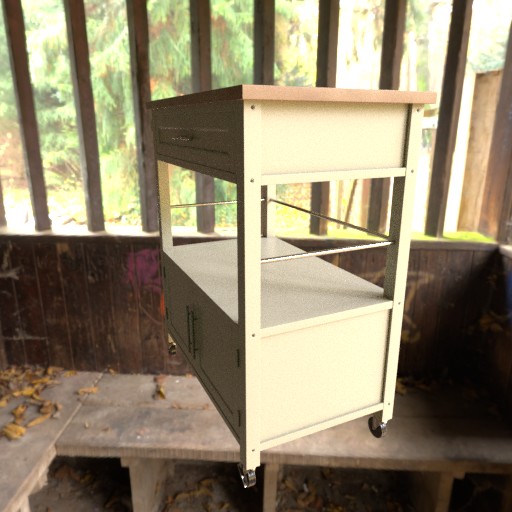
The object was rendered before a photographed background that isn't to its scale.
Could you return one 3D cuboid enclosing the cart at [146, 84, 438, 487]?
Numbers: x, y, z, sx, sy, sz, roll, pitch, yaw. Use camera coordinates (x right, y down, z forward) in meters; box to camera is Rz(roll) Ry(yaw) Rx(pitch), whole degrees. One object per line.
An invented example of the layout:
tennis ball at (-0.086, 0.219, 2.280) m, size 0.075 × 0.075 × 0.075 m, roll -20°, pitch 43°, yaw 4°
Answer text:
cart at (0.000, 0.000, 1.344) m, size 0.459 × 0.901 × 0.840 m, roll -8°, pitch 18°, yaw -24°
